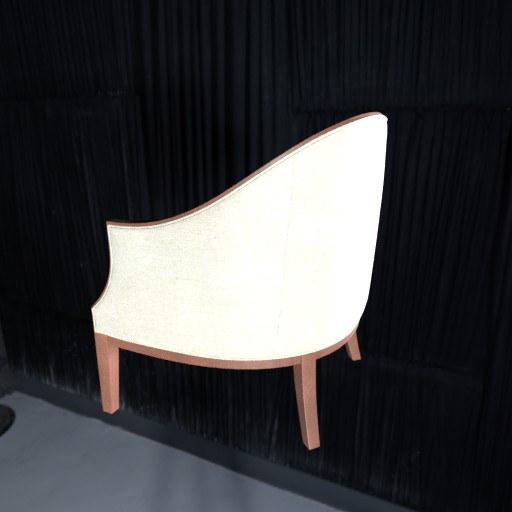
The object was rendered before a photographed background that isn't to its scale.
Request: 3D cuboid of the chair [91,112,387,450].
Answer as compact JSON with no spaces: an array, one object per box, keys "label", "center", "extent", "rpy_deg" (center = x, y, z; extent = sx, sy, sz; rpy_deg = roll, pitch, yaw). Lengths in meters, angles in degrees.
[{"label":"chair","center":[0.000,0.000,1.429],"extent":[0.735,0.876,0.803],"rpy_deg":[8,18,24]}]
